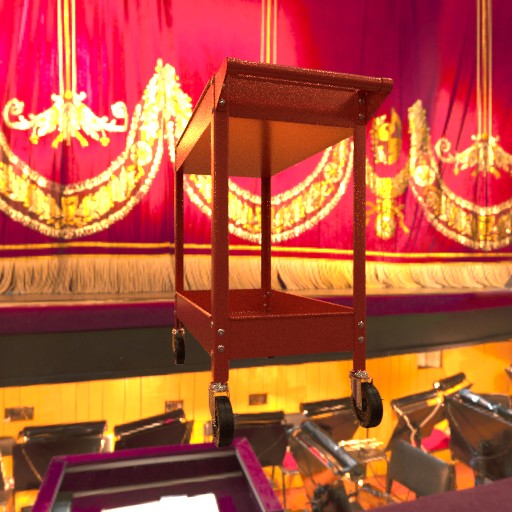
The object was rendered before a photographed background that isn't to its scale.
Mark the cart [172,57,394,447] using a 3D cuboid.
[{"bbox_3d":[0.000,0.000,1.186,0.366,0.719,0.779,0,0,-17],"label":"cart"}]
